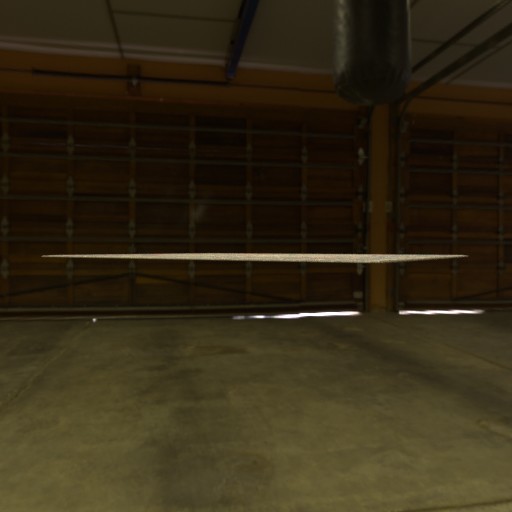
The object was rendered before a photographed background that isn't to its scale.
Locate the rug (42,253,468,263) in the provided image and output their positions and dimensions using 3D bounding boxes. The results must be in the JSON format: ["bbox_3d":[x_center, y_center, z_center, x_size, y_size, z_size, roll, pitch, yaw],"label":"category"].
[{"bbox_3d":[0.000,0.000,2.833,2.214,0.013,1.609,1,1,35],"label":"rug"}]
